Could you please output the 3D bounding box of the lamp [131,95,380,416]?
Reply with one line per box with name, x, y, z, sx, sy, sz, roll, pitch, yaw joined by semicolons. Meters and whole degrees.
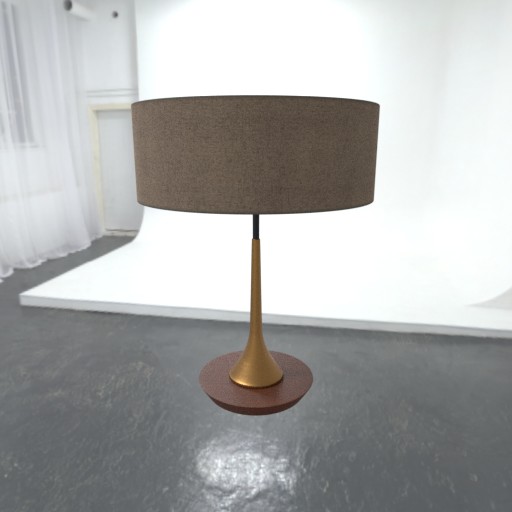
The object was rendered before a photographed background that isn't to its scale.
lamp;0.000;0.000;0.831;0.417;0.551;0.396;-2;14;-9
